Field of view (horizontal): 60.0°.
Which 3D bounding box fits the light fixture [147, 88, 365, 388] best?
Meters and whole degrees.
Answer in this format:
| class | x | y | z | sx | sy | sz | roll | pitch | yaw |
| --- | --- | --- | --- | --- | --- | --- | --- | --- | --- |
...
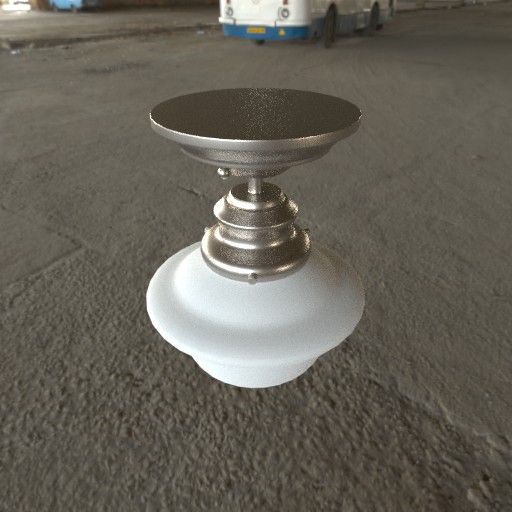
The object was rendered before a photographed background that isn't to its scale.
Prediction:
| class | x | y | z | sx | sy | sz | roll | pitch | yaw |
| --- | --- | --- | --- | --- | --- | --- | --- | --- | --- |
| light fixture | 0.000 | 0.000 | 0.391 | 0.199 | 0.254 | 0.199 | 0 | 32 | 0 |
